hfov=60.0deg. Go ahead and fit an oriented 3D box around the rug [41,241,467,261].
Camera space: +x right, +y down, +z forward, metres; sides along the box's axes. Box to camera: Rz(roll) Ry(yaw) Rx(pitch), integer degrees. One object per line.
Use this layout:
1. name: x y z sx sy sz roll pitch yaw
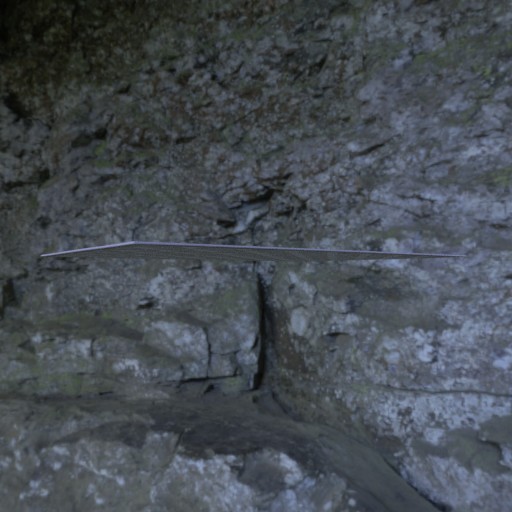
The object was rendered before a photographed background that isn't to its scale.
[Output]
1. rug: 0.000 0.000 2.871 2.260 0.013 1.600 2 -3 -37
